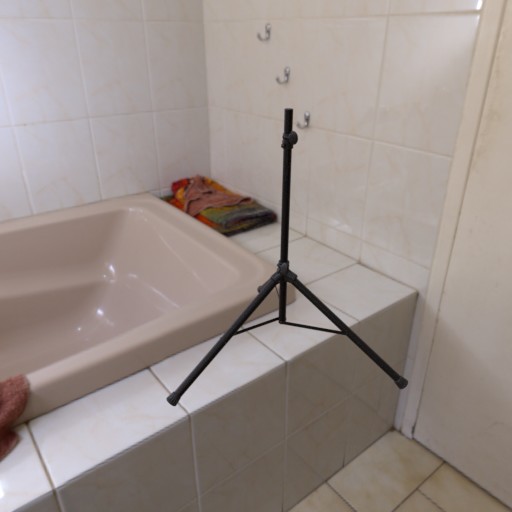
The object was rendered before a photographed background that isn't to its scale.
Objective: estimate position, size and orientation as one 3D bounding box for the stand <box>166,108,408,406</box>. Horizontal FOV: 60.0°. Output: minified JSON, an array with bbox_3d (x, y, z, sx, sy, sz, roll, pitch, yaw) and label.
[{"bbox_3d":[0.000,0.000,1.826,0.907,1.136,1.045,-18,32,-31],"label":"stand"}]
